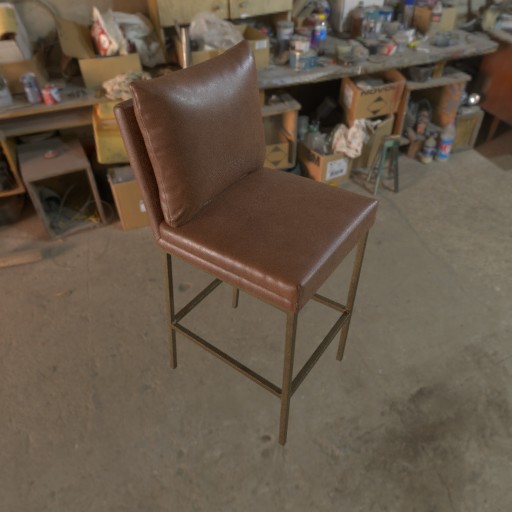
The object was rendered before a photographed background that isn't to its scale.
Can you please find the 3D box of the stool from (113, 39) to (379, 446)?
[{"bbox_3d":[0.000,0.000,1.401,0.571,1.124,0.463,25,46,26],"label":"stool"}]
